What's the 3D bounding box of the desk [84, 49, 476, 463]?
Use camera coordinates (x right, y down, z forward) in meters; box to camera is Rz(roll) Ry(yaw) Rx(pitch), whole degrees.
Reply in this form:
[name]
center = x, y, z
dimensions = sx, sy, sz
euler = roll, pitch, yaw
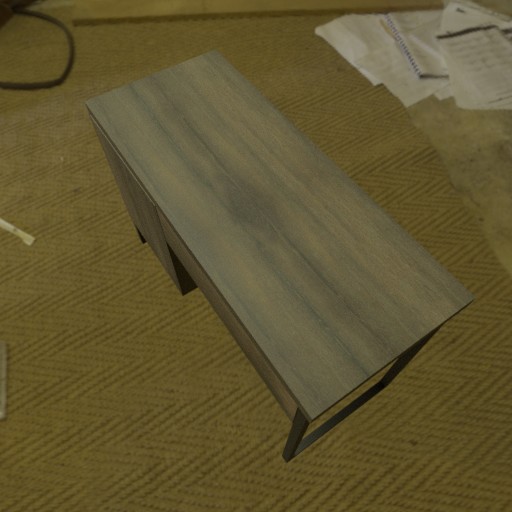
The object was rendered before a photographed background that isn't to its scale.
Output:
[desk]
center = 0.000, 0.000, 1.511
dimensions = 0.511, 0.752, 1.134
euler = -30, 63, -17
